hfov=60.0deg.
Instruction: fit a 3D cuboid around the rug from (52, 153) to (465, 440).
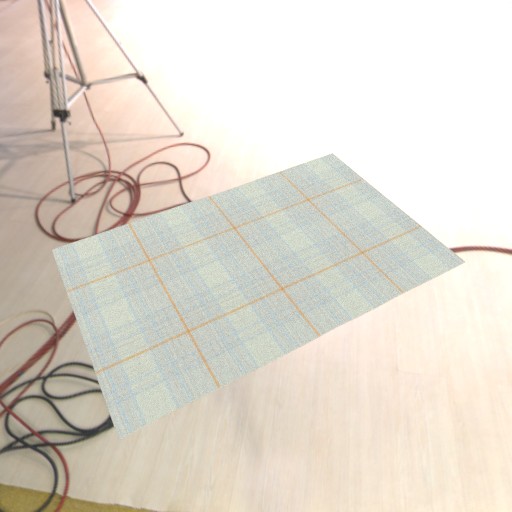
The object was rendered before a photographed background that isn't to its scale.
[{"bbox_3d":[0.000,0.000,3.081,2.442,0.016,1.527,-22,50,-20],"label":"rug"}]
